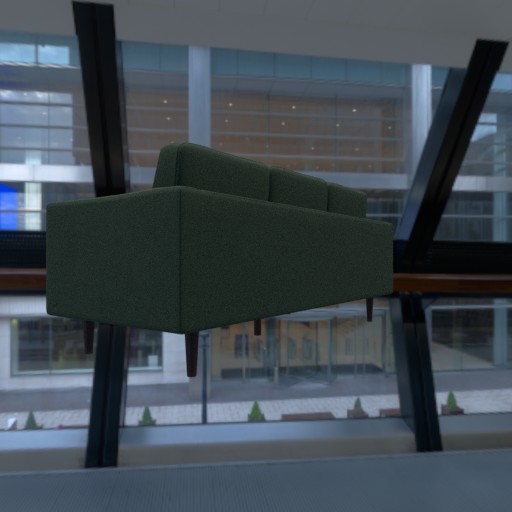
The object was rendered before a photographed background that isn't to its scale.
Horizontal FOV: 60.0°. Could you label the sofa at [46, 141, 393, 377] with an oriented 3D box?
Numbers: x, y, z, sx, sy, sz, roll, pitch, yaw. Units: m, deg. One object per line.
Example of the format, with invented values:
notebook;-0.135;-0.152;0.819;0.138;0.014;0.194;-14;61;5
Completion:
sofa;0.000;0.000;2.516;0.879;0.899;2.029;0;0;36
